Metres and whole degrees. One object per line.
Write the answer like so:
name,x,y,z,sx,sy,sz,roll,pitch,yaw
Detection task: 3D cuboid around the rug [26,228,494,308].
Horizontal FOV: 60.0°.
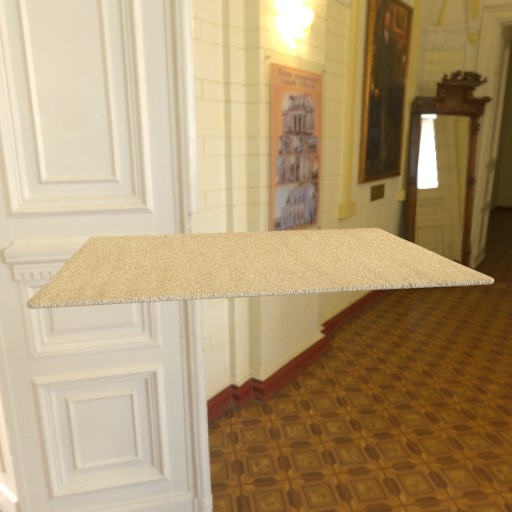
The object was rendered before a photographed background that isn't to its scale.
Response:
rug,0.000,0.000,2.891,2.349,0.026,1.500,-2,15,-9
